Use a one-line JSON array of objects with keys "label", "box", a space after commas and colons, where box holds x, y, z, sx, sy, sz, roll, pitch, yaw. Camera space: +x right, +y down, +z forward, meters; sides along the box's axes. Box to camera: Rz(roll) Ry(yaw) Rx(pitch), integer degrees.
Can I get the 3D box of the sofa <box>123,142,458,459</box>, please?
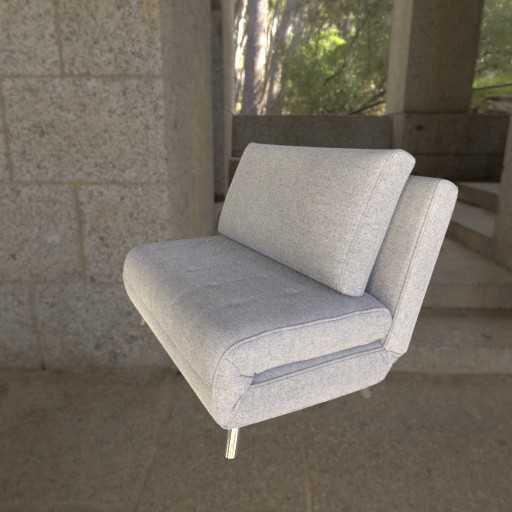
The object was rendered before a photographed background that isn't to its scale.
[{"label": "sofa", "box": [0.000, 0.000, 1.884, 0.910, 0.910, 1.220, -8, 18, -27]}]
